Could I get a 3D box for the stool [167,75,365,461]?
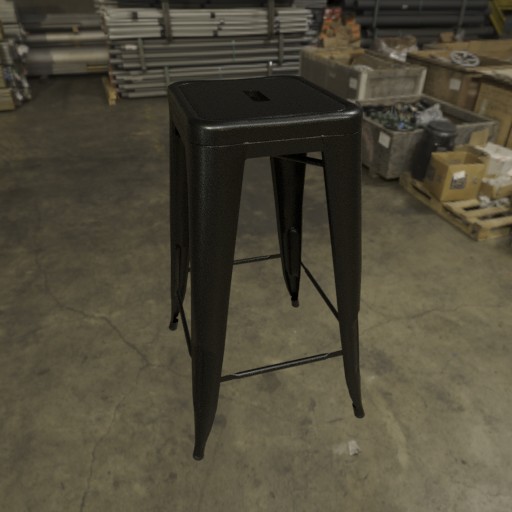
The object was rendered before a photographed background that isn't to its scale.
[{"bbox_3d":[0.000,0.000,0.866,0.359,0.609,0.399,-9,34,-14],"label":"stool"}]
